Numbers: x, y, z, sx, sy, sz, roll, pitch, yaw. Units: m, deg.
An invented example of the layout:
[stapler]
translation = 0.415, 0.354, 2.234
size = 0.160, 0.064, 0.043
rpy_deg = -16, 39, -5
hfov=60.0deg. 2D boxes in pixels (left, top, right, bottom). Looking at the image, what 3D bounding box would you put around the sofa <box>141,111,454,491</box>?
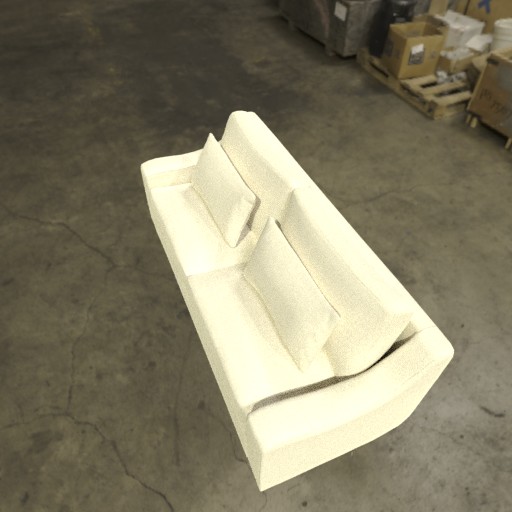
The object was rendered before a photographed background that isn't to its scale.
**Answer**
[sofa]
translation = 0.000, 0.000, 2.950
size = 1.009, 1.022, 2.470
rpy_deg = -17, 49, -16
